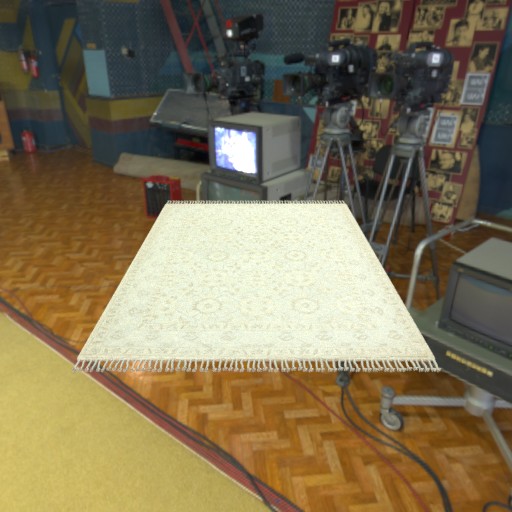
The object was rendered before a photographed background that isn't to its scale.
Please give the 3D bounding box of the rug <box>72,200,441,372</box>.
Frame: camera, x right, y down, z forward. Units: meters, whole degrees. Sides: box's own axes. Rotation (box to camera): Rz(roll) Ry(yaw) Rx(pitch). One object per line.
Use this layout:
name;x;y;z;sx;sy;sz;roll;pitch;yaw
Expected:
rug;0.000;0.000;2.260;1.223;0.015;1.771;0;25;0
